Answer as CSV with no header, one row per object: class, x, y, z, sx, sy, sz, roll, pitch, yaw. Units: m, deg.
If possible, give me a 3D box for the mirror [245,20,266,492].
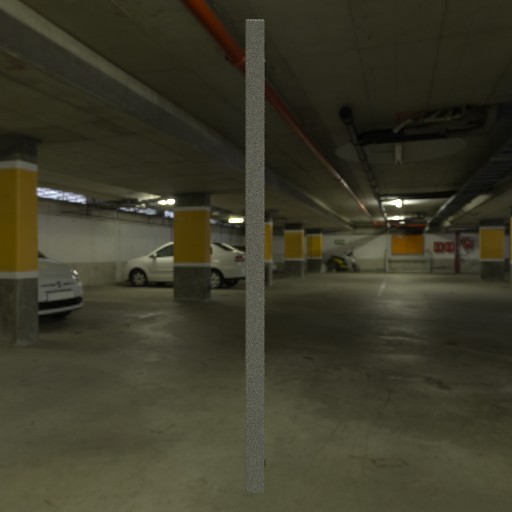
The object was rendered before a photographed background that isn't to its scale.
mirror,0.000,0.000,1.162,0.041,0.914,0.609,0,0,0
